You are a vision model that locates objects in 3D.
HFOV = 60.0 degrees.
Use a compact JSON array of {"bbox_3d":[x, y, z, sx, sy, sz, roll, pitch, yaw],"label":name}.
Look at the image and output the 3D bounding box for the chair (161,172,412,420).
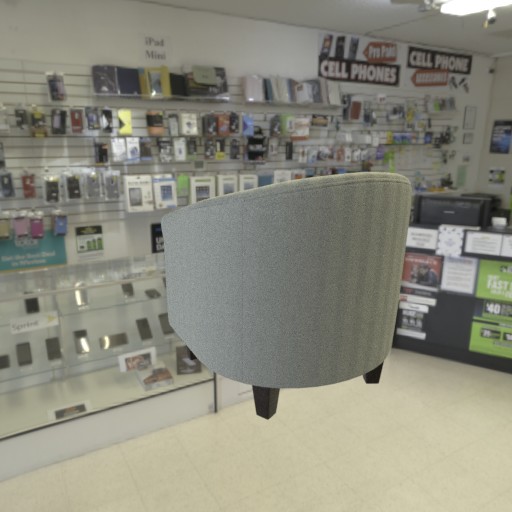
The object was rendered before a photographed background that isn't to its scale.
[{"bbox_3d":[0.000,0.000,1.811,0.756,0.757,1.288,-8,17,-27],"label":"chair"}]
